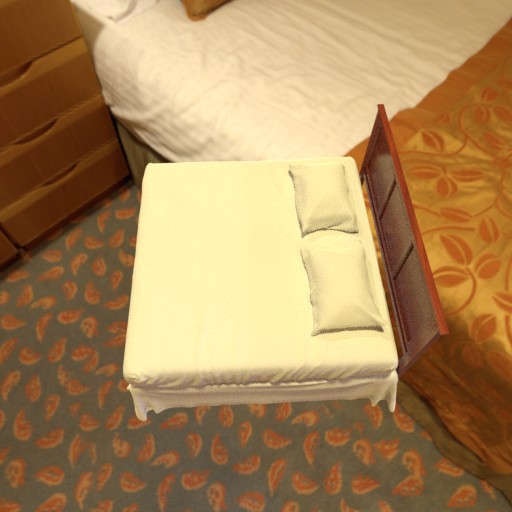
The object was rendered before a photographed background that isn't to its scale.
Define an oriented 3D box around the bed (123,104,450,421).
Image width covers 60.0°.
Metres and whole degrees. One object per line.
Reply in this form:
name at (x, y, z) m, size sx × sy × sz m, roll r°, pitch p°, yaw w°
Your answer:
bed at (0.000, 0.000, 3.630) m, size 2.219 × 1.271 × 2.314 m, roll -2°, pitch 59°, yaw -1°
